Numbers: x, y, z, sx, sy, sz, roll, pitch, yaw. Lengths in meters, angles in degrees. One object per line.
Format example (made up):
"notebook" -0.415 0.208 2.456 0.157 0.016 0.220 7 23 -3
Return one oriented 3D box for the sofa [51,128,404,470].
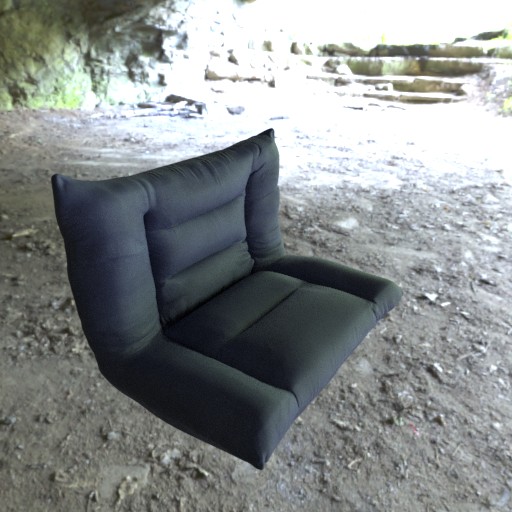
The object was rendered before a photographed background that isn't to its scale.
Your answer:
"sofa" 0.000 0.000 1.664 0.849 0.778 1.122 18 31 32
